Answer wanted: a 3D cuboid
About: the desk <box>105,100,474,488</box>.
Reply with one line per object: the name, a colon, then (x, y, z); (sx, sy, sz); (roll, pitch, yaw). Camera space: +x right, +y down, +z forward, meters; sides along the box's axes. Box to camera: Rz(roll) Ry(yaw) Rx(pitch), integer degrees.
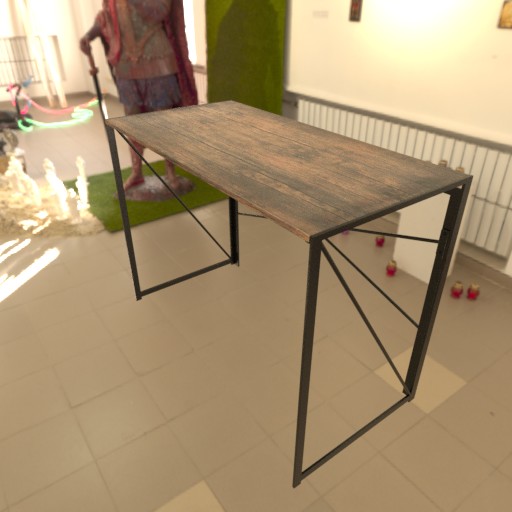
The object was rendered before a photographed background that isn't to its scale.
desk: (0.000, 0.000, 1.442); (0.505, 0.747, 1.015); (-21, 37, -31)
